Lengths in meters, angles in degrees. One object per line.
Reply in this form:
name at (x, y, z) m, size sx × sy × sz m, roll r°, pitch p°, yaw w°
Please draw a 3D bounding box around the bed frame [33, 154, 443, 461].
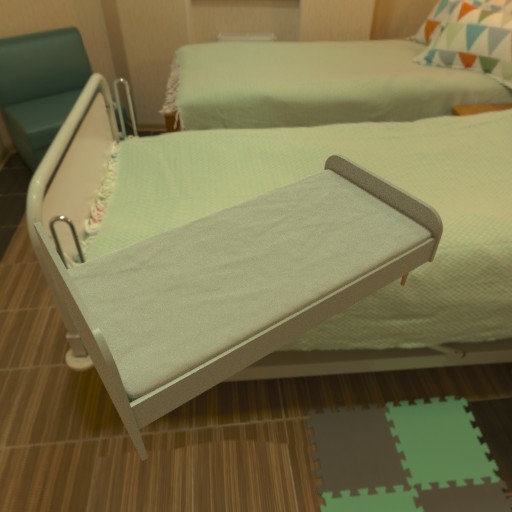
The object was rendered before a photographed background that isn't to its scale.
bed frame at (0.000, 0.000, 2.500) m, size 1.963 × 0.805 × 0.998 m, roll -25°, pitch 46°, yaw -26°
